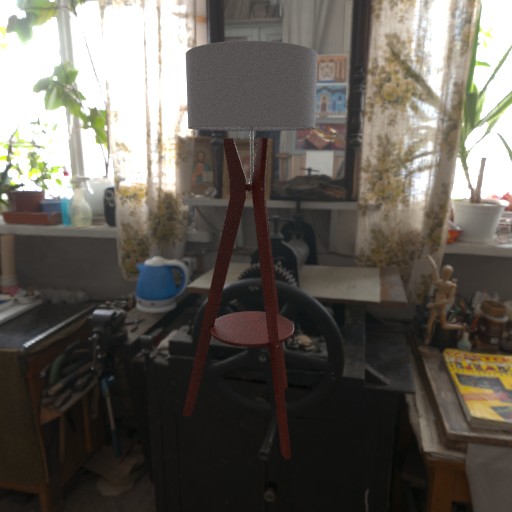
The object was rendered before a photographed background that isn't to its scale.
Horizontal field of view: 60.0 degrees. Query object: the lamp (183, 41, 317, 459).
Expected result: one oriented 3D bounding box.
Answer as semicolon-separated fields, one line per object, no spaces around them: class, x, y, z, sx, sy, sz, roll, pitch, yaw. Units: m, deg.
lamp;0.000;0.000;1.745;0.539;1.472;0.542;-7;15;-27
